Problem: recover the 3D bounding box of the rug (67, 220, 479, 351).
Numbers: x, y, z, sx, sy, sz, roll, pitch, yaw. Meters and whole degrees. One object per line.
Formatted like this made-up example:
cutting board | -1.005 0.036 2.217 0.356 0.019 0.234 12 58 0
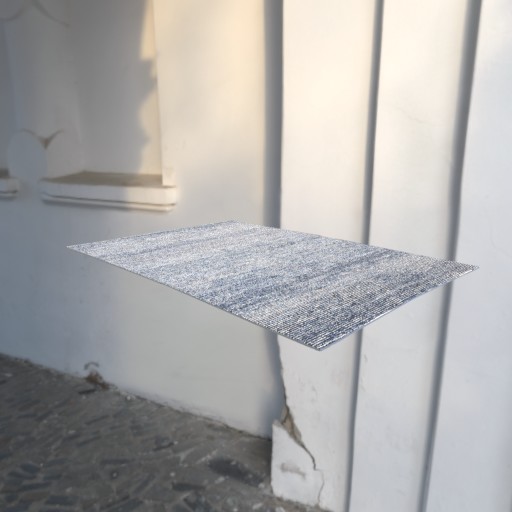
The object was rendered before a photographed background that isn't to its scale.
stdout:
rug | 0.000 0.000 3.013 1.624 0.030 2.349 -14 20 -43
